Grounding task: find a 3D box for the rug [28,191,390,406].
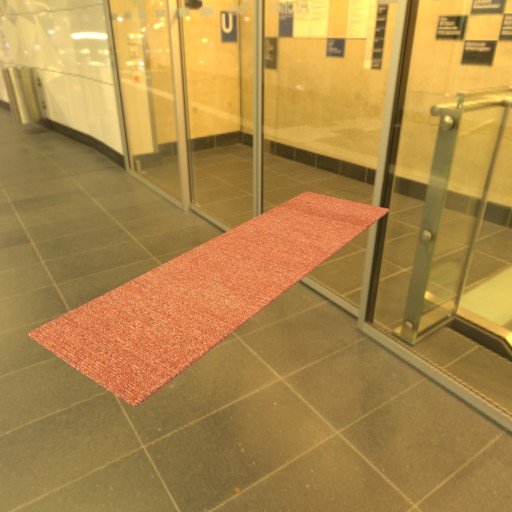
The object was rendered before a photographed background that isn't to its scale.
[{"bbox_3d":[0.000,0.000,2.498,0.687,0.012,2.307,18,32,32],"label":"rug"}]
